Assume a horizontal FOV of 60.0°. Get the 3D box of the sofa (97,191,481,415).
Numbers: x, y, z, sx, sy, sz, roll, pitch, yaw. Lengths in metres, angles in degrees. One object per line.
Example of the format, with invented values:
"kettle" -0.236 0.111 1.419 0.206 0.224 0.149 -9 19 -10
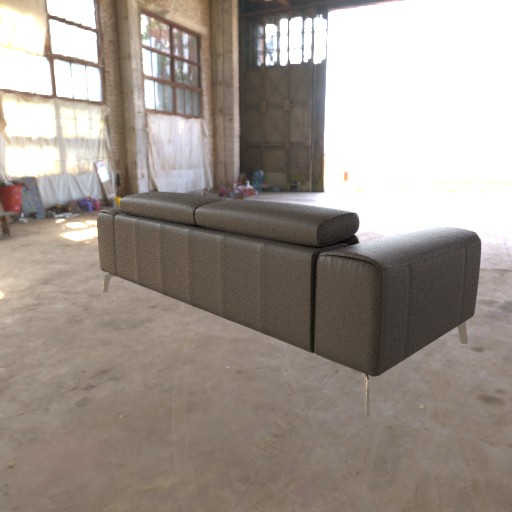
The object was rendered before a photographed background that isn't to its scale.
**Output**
"sofa" 0.000 0.000 2.772 1.023 0.759 2.321 -12 17 -43
